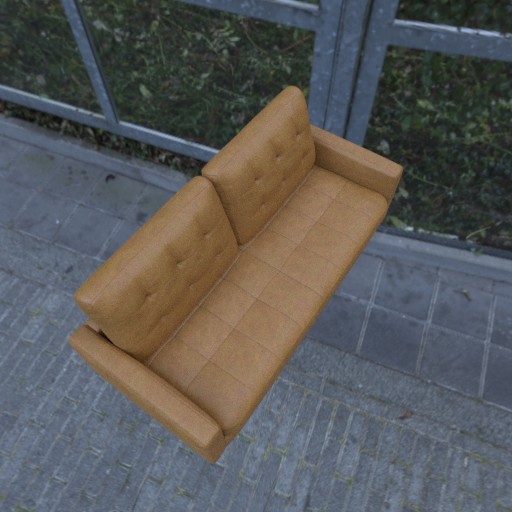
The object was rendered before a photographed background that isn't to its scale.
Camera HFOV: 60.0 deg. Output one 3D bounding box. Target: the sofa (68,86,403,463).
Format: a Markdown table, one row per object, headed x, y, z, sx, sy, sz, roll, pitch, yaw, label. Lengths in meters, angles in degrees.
| x | y | z | sx | sy | sz | roll | pitch | yaw | label |
| --- | --- | --- | --- | --- | --- | --- | --- | --- | --- |
| 0.000 | 0.000 | 2.311 | 0.850 | 0.898 | 1.821 | 30 | 62 | 18 | sofa |
